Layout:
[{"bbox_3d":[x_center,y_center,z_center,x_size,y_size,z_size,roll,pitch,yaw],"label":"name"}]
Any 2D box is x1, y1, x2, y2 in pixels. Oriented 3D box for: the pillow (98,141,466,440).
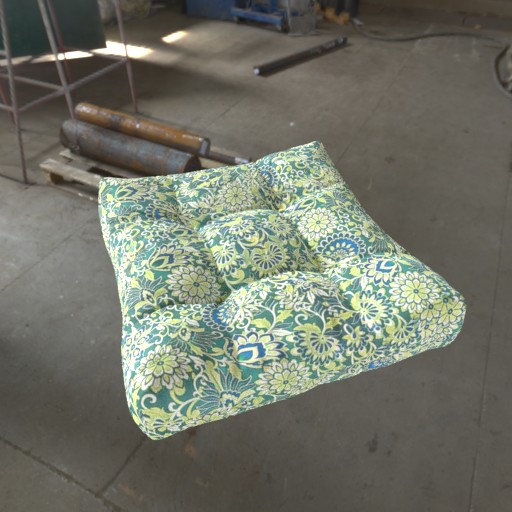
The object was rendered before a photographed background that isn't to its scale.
[{"bbox_3d":[0.000,0.000,0.731,0.468,0.128,0.490,-13,44,-14],"label":"pillow"}]
